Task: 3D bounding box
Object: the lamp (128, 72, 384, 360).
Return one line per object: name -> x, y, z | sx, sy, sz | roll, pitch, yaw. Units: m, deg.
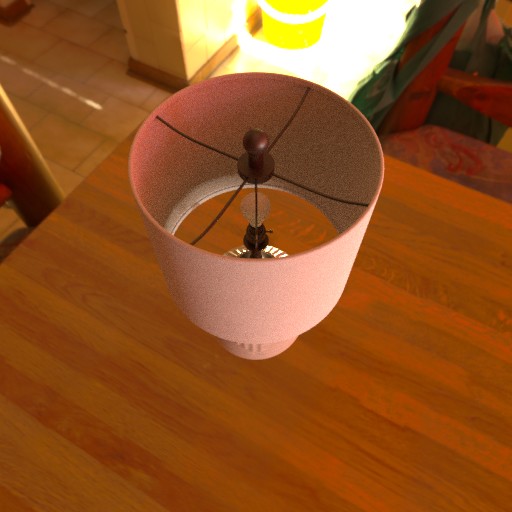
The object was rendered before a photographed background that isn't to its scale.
lamp -> 0.000, 0.000, 0.767 | 0.318, 0.567, 0.318 | 0, 59, 0
